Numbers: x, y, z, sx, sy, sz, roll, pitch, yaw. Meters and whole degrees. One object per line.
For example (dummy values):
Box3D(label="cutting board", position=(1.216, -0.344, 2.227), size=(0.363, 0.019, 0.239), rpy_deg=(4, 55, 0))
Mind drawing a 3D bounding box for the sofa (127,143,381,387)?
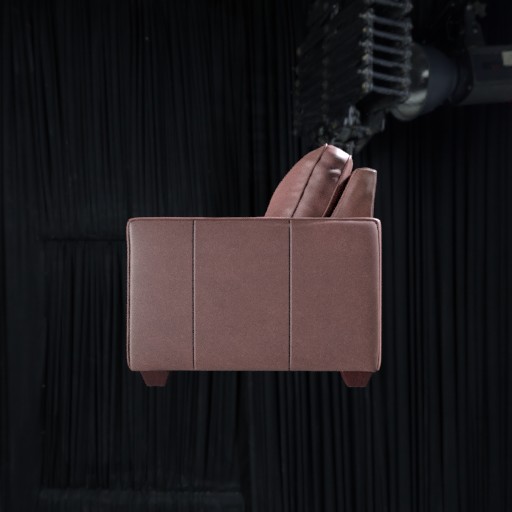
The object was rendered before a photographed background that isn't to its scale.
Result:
Box3D(label="sofa", position=(0.000, 0.000, 2.570), size=(0.940, 0.919, 2.080), rpy_deg=(0, 1, 1))
